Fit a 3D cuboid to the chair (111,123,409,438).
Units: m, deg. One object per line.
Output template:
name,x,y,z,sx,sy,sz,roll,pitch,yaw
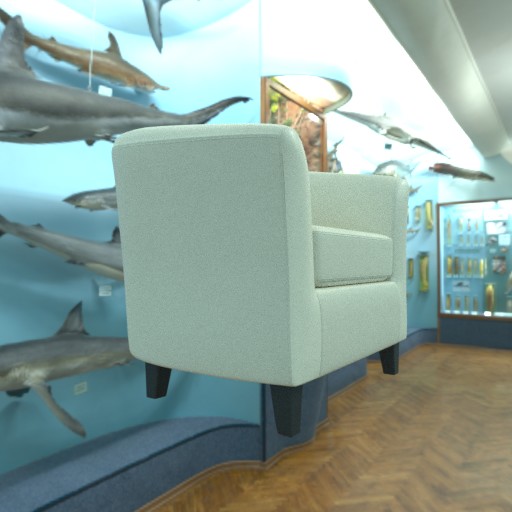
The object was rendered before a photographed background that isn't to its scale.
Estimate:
chair,0.000,0.000,1.372,0.727,0.756,0.792,0,-1,36
